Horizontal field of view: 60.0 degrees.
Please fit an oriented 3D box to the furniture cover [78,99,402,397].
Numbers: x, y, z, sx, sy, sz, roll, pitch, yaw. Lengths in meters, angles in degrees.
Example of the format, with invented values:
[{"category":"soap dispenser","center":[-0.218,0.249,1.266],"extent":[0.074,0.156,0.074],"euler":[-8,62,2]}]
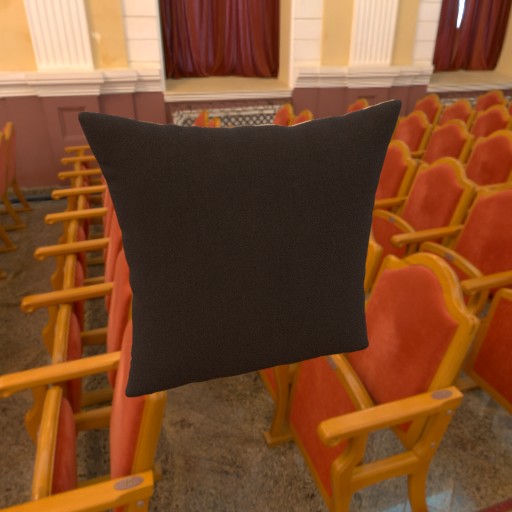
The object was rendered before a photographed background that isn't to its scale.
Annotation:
[{"category":"furniture cover","center":[0.000,0.000,0.783],"extent":[0.511,0.509,0.161],"euler":[-8,27,-16]}]
